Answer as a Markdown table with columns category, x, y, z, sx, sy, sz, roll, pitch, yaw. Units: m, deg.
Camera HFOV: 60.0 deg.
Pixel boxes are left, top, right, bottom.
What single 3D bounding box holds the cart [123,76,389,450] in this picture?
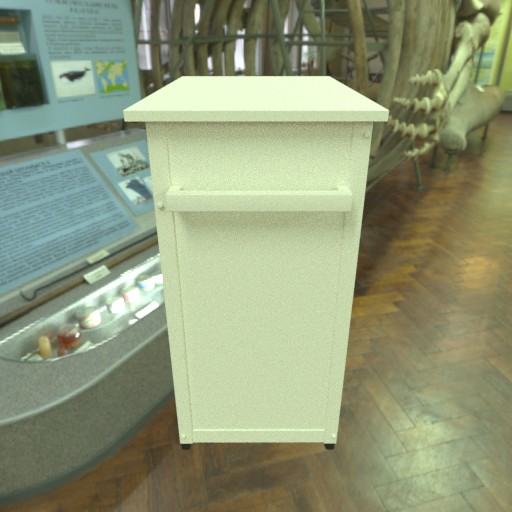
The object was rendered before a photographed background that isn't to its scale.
| category | x | y | z | sx | sy | sz | roll | pitch | yaw |
| --- | --- | --- | --- | --- | --- | --- | --- | --- | --- |
| cart | 0.000 | 0.000 | 1.218 | 0.442 | 0.864 | 0.683 | 0 | 27 | 0 |
